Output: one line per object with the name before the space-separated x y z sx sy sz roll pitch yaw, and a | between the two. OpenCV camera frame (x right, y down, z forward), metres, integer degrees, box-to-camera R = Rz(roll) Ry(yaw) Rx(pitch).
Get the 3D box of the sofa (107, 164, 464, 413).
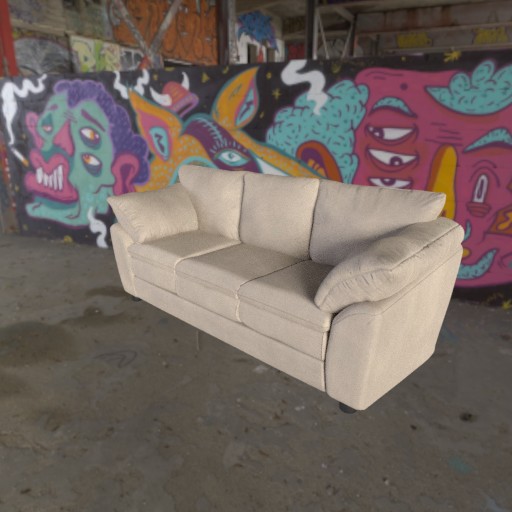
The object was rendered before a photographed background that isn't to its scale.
sofa | 0.000 0.000 2.845 0.878 0.996 2.334 -16 23 -43
